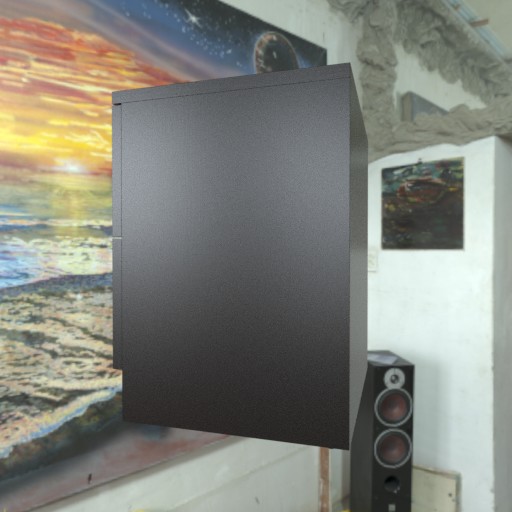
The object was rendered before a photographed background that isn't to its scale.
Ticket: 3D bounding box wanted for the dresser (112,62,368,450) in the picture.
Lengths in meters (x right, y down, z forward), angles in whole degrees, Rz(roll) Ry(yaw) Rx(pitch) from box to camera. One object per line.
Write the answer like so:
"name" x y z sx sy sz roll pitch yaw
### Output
"dresser" 0.000 0.000 0.778 0.360 0.470 0.400 0 1 17
